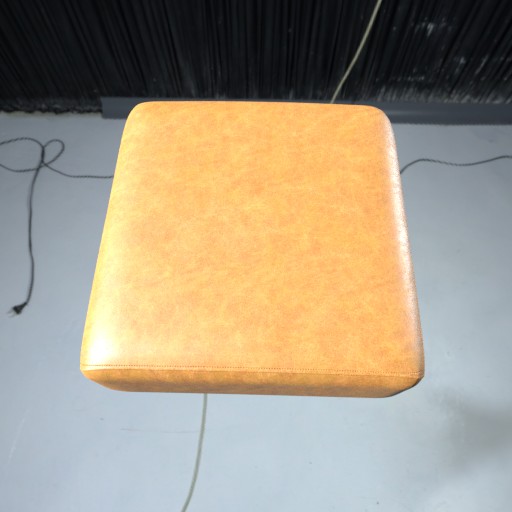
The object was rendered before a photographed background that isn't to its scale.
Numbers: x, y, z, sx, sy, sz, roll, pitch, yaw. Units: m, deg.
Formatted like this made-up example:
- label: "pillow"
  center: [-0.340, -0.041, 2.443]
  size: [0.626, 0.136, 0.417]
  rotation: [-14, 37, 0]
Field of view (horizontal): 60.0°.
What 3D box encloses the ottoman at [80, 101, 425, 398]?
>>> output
- label: "ottoman"
  center: [0.000, 0.000, 1.065]
  size: [0.650, 0.399, 0.650]
  rotation: [1, 65, 1]
